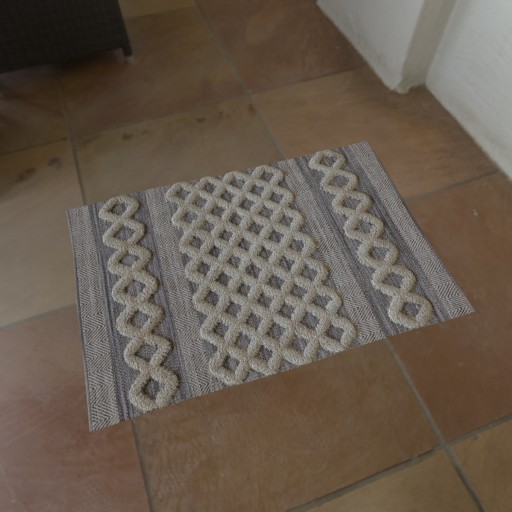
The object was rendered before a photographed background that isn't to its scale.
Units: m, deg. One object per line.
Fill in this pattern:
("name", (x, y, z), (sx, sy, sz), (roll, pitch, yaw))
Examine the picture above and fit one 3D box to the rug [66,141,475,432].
("rug", (0.000, 0.000, 2.282), (1.823, 0.030, 1.222), (-15, 59, -9))
